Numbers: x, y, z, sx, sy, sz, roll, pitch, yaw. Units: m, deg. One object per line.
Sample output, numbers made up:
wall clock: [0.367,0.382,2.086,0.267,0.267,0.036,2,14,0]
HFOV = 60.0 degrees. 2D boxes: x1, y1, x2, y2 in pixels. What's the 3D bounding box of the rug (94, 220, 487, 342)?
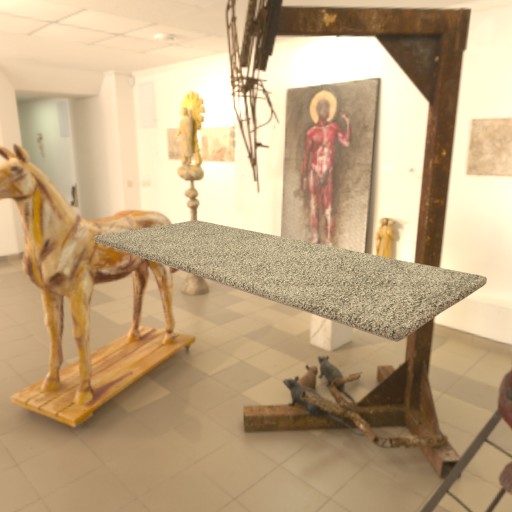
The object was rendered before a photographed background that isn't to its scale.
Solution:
rug: [0.000,0.000,1.751,1.524,0.030,0.609,14,20,43]
